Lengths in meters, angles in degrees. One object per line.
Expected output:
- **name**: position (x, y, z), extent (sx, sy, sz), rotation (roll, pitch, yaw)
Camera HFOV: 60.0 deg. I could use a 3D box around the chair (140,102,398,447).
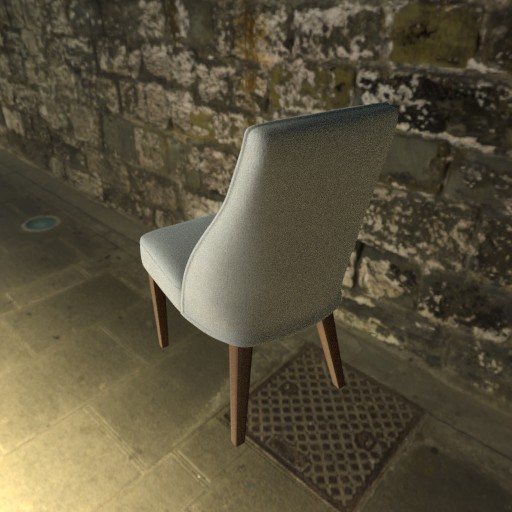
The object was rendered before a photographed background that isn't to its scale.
- **chair**: position (0.000, 0.000, 1.294), extent (0.500, 0.930, 0.620), rotation (-19, 36, -28)
